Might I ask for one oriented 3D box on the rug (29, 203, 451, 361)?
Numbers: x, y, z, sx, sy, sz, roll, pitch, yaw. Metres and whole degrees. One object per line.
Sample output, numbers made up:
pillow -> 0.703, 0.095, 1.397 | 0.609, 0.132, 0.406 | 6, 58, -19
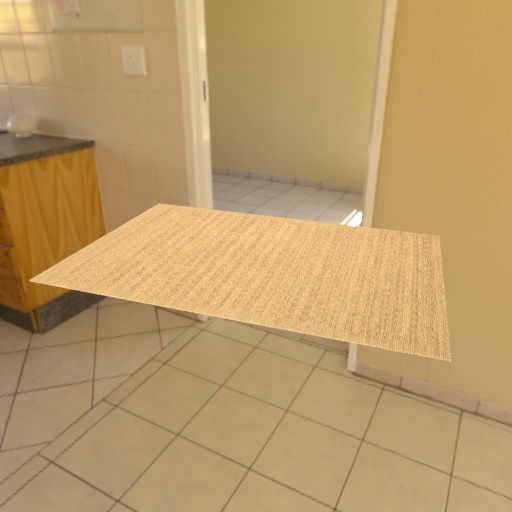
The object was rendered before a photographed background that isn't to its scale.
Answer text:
rug -> 0.000, 0.000, 2.216 | 1.752, 0.006, 1.142 | 8, 26, 17
